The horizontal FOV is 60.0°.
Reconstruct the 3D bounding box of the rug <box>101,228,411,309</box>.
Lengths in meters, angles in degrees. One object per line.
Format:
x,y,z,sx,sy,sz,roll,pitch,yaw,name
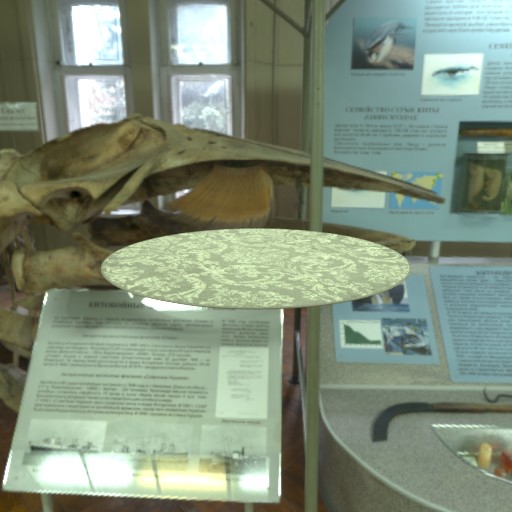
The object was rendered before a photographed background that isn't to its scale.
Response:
0.000,0.000,2.403,1.593,0.012,1.593,0,14,0,rug
